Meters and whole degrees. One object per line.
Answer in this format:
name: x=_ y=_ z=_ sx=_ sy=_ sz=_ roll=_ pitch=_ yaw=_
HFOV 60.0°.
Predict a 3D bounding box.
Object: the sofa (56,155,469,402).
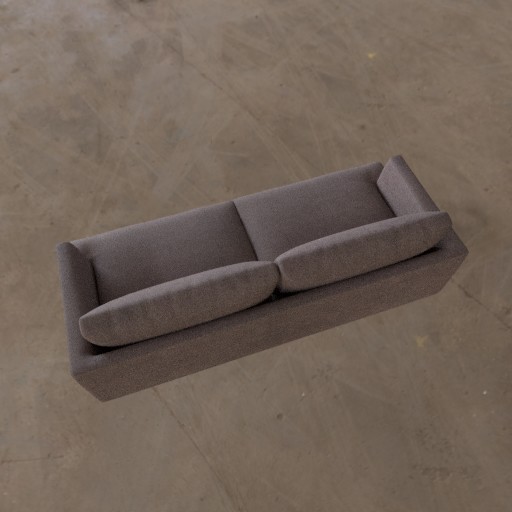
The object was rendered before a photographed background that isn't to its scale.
sofa: x=0.000 y=0.000 z=2.768 sx=2.250 sy=0.868 sz=1.020 roll=-16 pitch=59 yaw=-10
